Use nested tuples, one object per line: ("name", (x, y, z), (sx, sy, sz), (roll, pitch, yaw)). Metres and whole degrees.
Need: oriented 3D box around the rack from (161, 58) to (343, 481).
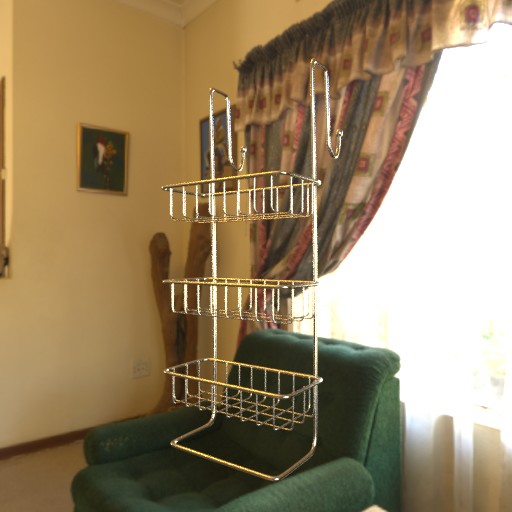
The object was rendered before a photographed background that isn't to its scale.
("rack", (0.000, 0.000, 0.691), (0.228, 0.574, 0.202), (0, 0, 35))
